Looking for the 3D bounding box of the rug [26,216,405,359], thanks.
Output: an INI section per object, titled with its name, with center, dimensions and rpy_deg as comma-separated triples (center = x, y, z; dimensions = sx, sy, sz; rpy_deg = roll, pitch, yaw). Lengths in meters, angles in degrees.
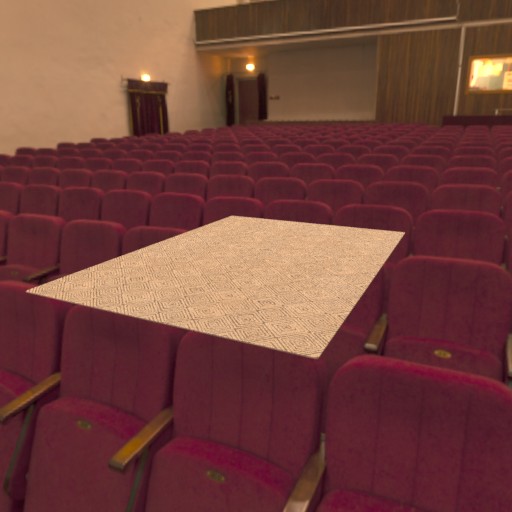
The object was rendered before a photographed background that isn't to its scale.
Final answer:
[rug]
center = 0.000, 0.000, 2.943
dimensions = 1.593, 0.008, 2.238
rpy_deg = 8, 18, 25
